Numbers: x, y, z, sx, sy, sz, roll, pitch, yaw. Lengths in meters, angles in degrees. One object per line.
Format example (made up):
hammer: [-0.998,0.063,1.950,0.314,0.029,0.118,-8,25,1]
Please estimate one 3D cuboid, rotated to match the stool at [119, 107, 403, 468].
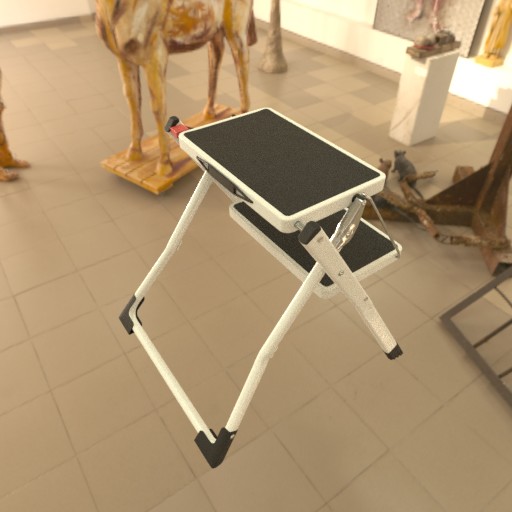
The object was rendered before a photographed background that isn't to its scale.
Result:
stool: [0.000,0.000,0.865,0.490,0.445,0.485,-25,48,-25]
